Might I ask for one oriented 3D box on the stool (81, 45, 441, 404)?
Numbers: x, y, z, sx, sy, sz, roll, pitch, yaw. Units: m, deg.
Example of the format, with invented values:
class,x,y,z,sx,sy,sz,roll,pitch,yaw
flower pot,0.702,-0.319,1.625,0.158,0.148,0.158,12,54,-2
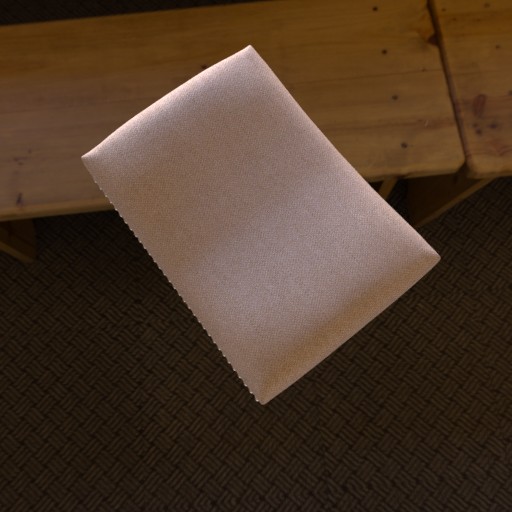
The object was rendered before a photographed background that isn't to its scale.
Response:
class,x,y,z,sx,sy,sz,roll,pitch,yaw
stool,0.000,0.000,1.043,0.372,0.742,0.504,-37,79,-8
